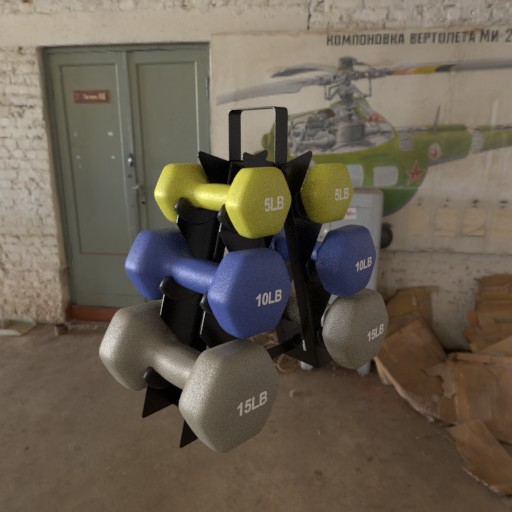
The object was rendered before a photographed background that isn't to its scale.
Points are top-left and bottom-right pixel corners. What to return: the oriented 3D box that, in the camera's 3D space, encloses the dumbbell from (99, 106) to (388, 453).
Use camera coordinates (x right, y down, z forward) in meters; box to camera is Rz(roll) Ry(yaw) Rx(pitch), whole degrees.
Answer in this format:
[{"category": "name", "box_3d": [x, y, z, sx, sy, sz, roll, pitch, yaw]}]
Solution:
[{"category": "dumbbell", "box_3d": [0.000, 0.000, 0.671, 0.261, 0.426, 0.416, 14, 20, 43]}]
